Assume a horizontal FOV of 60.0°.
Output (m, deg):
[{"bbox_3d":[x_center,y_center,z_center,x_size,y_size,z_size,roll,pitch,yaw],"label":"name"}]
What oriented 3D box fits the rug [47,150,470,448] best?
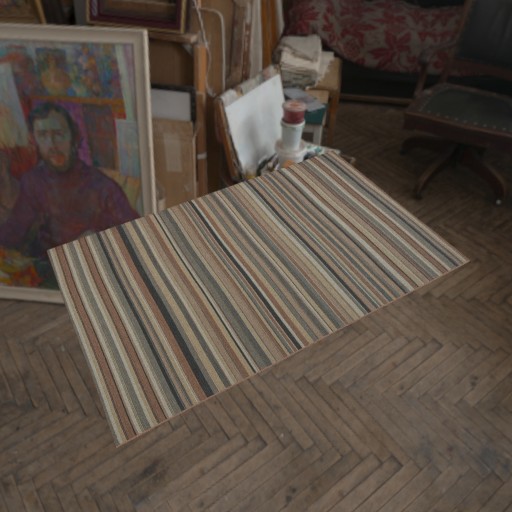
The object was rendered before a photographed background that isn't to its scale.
[{"bbox_3d":[0.000,0.000,3.000,2.438,0.014,1.523,-23,51,-20],"label":"rug"}]
